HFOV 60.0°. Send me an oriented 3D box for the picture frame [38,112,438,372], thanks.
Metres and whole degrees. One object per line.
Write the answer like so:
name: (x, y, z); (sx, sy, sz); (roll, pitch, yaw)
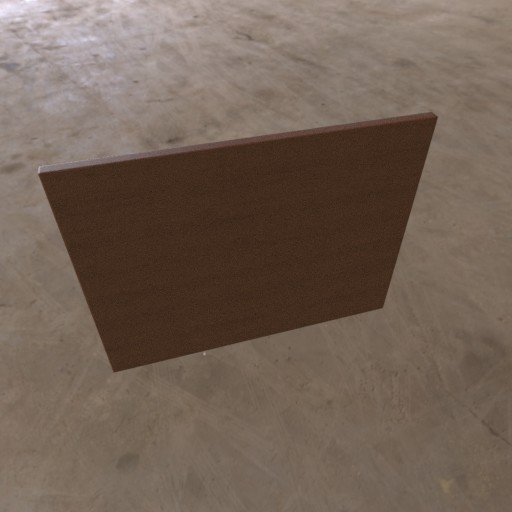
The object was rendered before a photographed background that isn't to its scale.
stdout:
picture frame: (0.000, 0.000, 1.777); (1.329, 1.018, 0.045); (-11, 43, -12)
